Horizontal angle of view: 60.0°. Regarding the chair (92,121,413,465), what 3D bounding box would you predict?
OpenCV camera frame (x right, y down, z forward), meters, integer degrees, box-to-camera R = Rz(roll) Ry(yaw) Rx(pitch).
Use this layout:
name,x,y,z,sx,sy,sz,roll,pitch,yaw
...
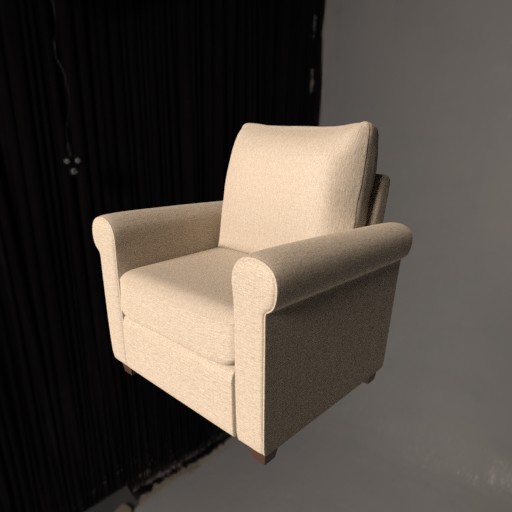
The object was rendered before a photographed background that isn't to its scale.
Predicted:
name,x,y,z,sx,sy,sz,roll,pitch,yaw
chair,0.000,0.000,2.325,1.275,1.349,1.180,15,22,41
